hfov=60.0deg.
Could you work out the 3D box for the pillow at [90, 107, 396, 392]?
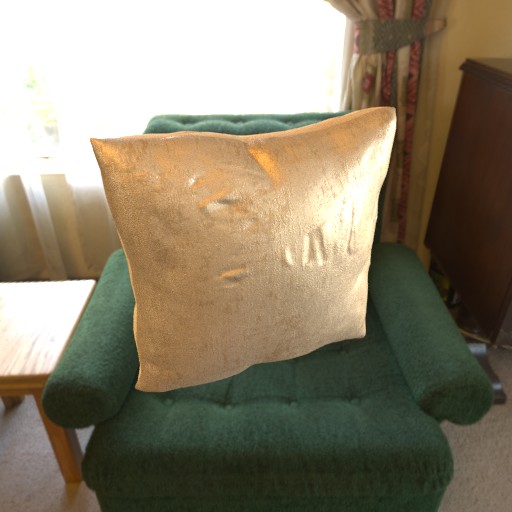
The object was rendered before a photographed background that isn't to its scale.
[{"bbox_3d":[0.000,0.000,0.727,0.450,0.448,0.245,-10,32,-15],"label":"pillow"}]
